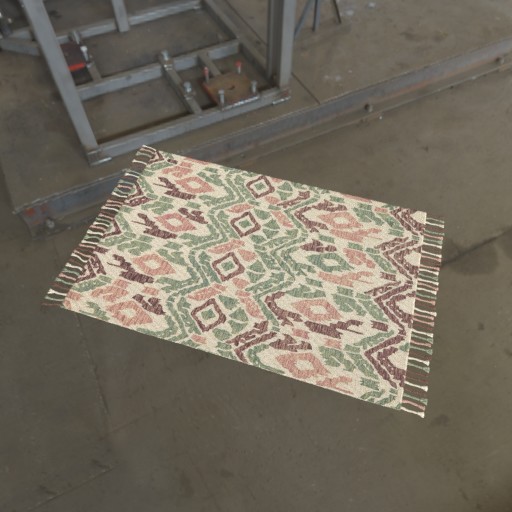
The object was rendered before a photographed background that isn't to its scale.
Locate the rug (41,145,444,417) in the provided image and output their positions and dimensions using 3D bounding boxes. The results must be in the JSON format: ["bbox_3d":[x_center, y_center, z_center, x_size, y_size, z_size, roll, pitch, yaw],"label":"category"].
[{"bbox_3d":[0.000,0.000,3.040,2.438,0.011,1.524,15,58,9],"label":"rug"}]
